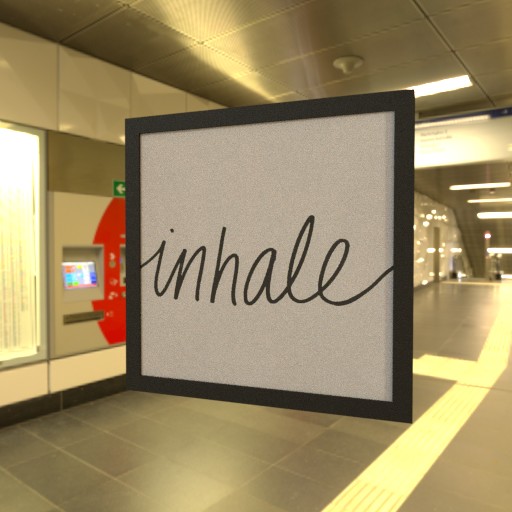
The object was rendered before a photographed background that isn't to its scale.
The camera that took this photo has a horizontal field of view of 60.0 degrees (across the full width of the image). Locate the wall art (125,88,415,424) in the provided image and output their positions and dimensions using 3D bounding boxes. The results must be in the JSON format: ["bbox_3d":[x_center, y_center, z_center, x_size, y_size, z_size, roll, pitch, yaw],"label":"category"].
[{"bbox_3d":[0.000,0.000,0.531,0.356,0.356,0.013,0,1,18],"label":"wall art"}]
